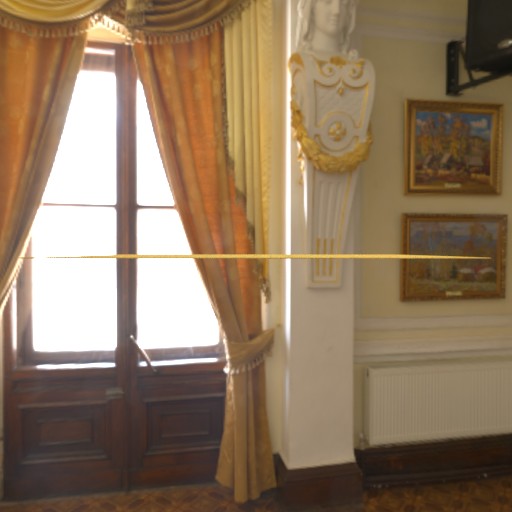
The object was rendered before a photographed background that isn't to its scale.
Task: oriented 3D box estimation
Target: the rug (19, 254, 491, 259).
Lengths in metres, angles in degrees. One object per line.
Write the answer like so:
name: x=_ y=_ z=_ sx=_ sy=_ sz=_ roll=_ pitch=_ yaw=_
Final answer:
rug: x=0.000 y=0.000 z=3.708 sx=2.895 sy=0.006 sz=1.981 roll=0 pitch=1 yaw=1
